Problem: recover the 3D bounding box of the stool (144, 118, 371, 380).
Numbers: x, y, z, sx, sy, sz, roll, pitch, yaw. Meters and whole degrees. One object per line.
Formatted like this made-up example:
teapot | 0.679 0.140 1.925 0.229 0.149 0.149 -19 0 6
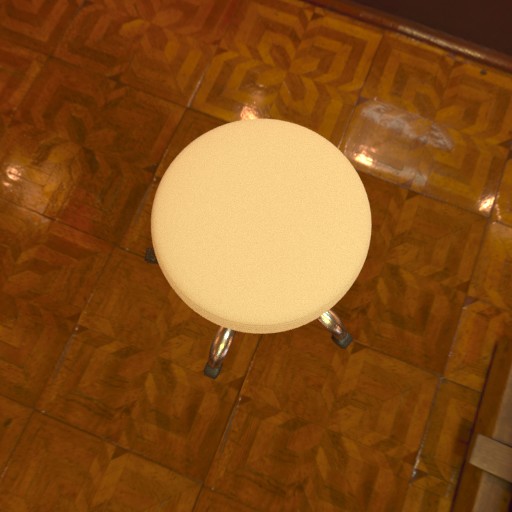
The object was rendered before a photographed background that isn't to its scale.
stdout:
stool | 0.000 0.000 1.045 0.634 0.482 0.614 24 77 6
